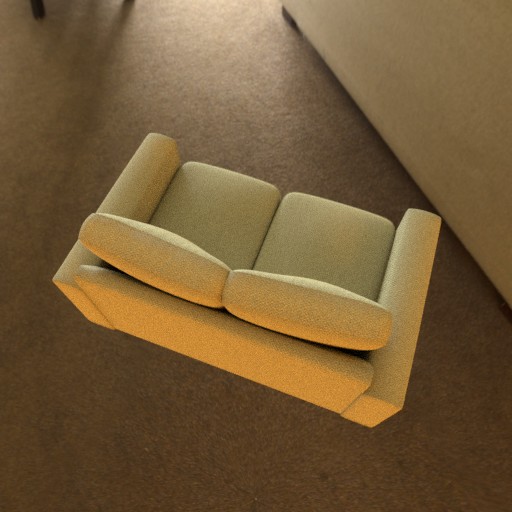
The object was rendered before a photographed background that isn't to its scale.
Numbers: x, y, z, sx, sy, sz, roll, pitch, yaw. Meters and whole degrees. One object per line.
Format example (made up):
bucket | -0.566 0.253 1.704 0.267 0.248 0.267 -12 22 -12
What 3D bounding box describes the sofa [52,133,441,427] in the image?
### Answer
sofa | 0.000 0.000 2.208 1.616 0.873 1.016 18 63 10
